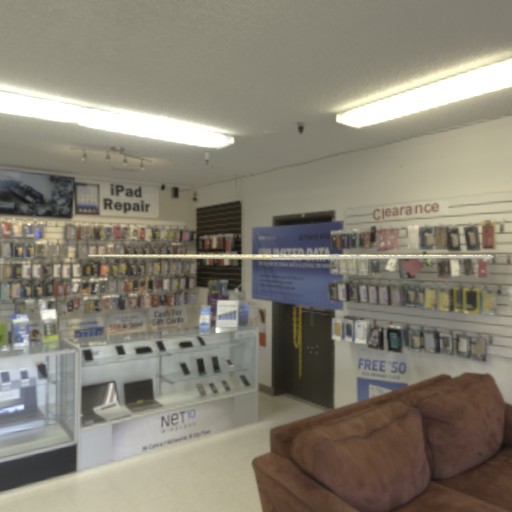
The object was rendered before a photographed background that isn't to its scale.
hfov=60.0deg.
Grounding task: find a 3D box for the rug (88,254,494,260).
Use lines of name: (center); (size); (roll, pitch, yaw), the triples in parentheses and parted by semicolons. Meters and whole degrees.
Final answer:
rug: (0.000, 0.000, 3.452); (1.819, 0.018, 2.746); (0, 0, -36)
